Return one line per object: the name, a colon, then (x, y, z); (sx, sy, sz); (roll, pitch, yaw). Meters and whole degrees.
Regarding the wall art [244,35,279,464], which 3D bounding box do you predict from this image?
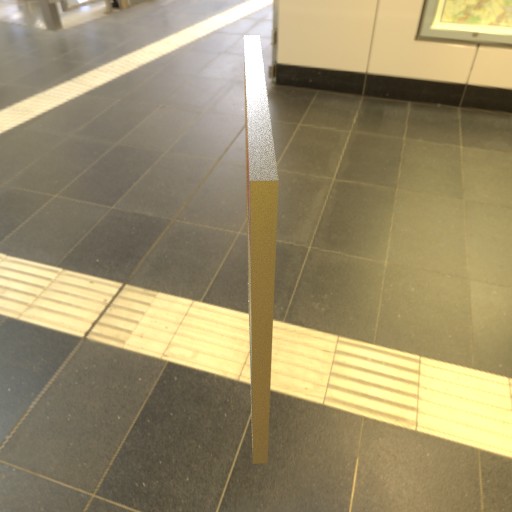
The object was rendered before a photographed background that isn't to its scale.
wall art: (0.000, 0.000, 0.747); (0.025, 0.569, 0.444); (-1, 41, -1)
